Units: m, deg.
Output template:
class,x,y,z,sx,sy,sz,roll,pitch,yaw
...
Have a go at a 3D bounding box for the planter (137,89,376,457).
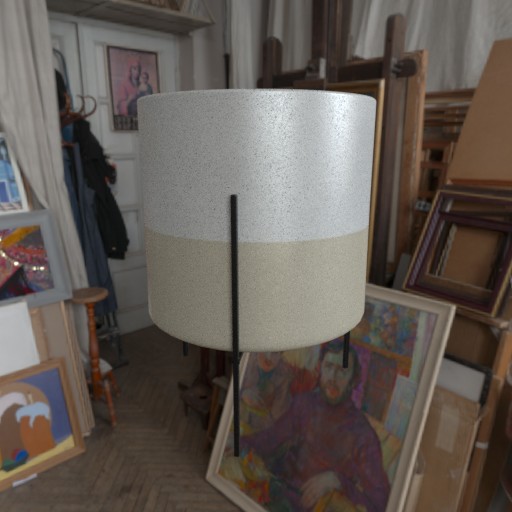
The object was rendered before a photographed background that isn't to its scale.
class,x,y,z,sx,sy,sz,roll,pitch,yaw
planter,0.000,0.000,0.733,0.359,0.484,0.368,2,15,8
